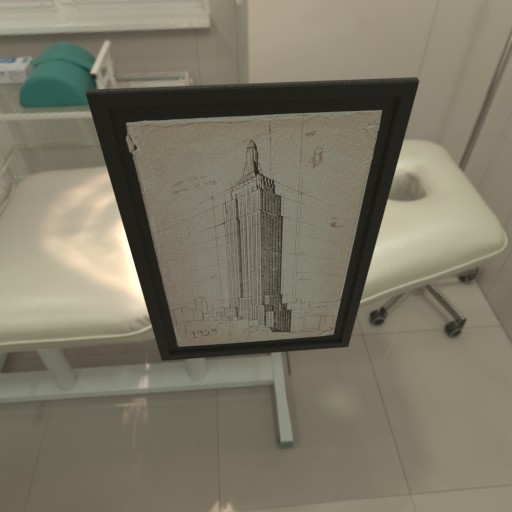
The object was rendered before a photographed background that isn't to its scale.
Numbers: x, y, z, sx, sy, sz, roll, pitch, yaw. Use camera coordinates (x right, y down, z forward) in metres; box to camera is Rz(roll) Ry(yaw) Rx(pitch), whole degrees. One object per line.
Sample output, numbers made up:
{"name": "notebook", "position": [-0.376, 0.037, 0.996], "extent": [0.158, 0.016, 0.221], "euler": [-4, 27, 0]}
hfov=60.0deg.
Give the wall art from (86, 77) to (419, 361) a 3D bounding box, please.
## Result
{"name": "wall art", "position": [0.000, 0.000, 0.837], "extent": [0.451, 0.661, 0.012], "euler": [-4, 46, -3]}
